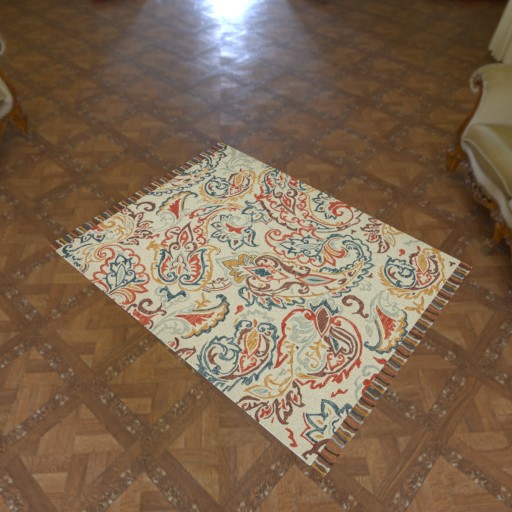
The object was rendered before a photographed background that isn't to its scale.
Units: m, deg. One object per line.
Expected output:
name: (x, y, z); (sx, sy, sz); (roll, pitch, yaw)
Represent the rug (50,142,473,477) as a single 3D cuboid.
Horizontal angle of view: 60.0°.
rug: (0.000, 0.000, 4.264); (3.274, 0.015, 2.439); (32, 54, 27)
